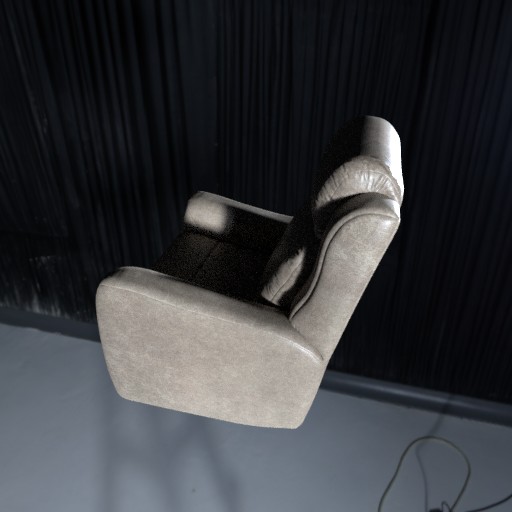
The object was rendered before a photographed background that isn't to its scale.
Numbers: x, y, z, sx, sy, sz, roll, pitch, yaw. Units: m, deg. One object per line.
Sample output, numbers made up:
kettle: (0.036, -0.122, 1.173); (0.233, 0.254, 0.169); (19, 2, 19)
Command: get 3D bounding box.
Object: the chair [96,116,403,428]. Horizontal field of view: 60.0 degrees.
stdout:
chair: (0.000, 0.000, 1.914); (1.068, 1.116, 0.967); (8, 31, 13)
